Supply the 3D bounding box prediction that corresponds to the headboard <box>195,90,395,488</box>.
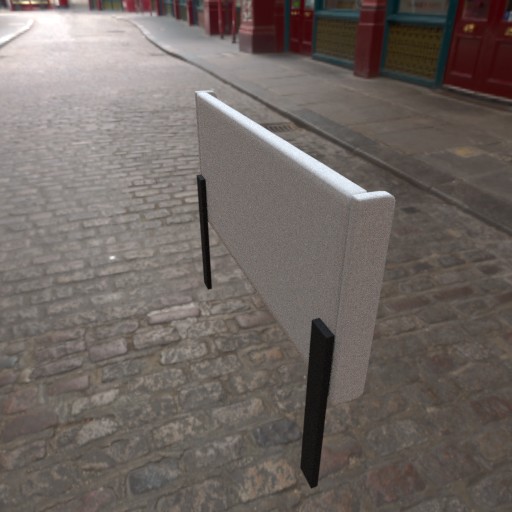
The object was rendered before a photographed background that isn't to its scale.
[{"bbox_3d":[0.000,0.000,2.598,0.184,1.524,2.051,-11,32,-18],"label":"headboard"}]
